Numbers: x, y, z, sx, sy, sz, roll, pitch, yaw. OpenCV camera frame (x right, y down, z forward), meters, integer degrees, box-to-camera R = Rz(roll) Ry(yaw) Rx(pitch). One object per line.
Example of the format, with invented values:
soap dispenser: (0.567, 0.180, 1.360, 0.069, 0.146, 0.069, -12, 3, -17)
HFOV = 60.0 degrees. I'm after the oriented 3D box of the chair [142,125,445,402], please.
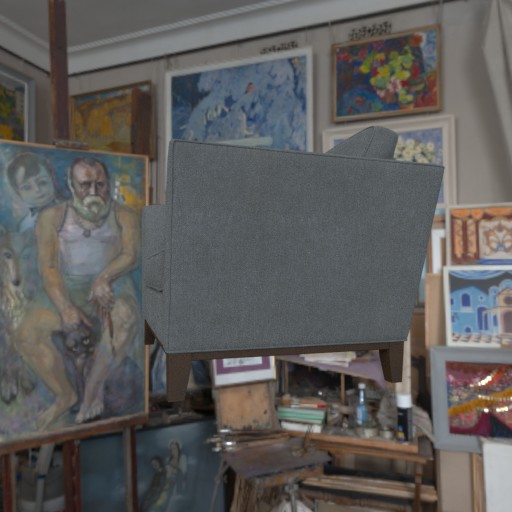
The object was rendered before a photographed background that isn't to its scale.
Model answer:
chair: (0.000, 0.000, 2.064, 0.965, 0.942, 1.396, 1, -3, -18)
